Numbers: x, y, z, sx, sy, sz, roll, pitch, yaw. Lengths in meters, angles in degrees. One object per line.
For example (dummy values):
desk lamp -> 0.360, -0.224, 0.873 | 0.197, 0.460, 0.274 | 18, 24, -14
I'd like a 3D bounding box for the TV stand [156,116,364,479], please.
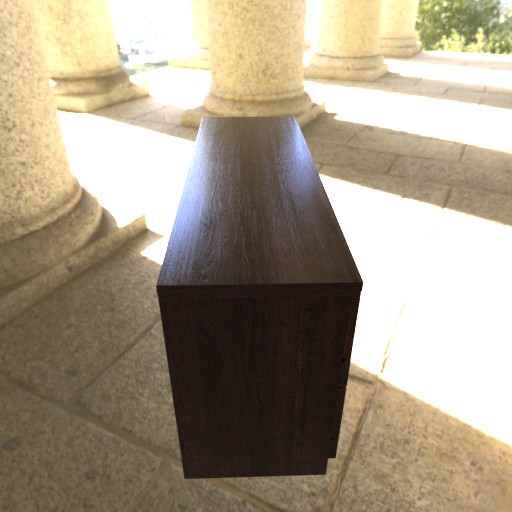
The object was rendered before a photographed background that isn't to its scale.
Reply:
TV stand -> 0.000, 0.000, 1.483 | 0.404, 0.614, 1.192 | -1, 32, -2
